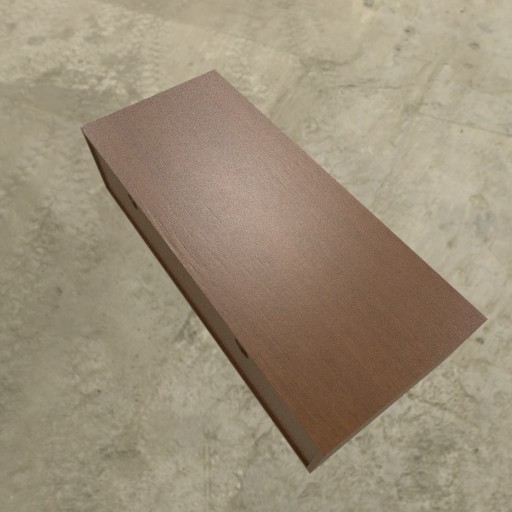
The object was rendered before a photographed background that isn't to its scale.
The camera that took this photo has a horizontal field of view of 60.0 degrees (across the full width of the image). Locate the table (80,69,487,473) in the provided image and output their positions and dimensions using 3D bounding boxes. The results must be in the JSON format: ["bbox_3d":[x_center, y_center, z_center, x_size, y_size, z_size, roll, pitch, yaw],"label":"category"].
[{"bbox_3d":[0.000,0.000,1.356,0.490,0.464,1.119,-31,63,-18],"label":"table"}]
